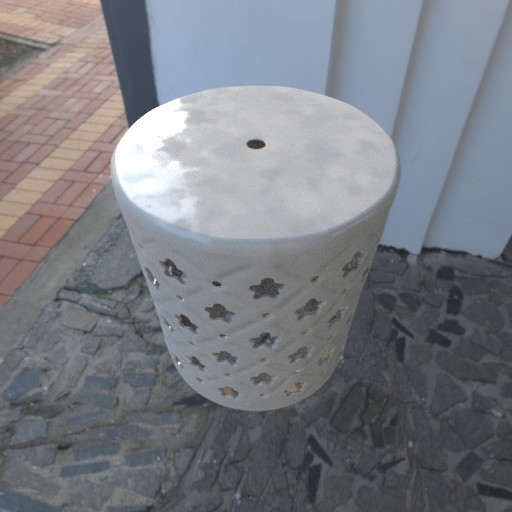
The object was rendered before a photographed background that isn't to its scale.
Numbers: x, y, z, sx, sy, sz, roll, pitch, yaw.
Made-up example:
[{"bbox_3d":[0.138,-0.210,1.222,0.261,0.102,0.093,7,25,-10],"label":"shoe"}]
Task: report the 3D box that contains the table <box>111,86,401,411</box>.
[{"bbox_3d":[0.000,0.000,0.675,0.352,0.387,0.352,0,45,0],"label":"table"}]
